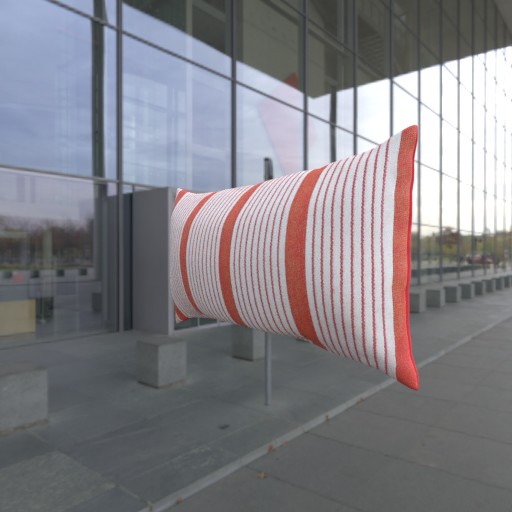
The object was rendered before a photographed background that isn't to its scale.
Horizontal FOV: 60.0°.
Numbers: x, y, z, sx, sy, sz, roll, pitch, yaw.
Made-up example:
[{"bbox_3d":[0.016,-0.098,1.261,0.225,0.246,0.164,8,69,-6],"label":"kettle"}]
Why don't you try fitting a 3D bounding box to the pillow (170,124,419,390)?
[{"bbox_3d":[0.000,0.000,0.729,0.151,0.297,0.608,0,0,-35],"label":"pillow"}]
